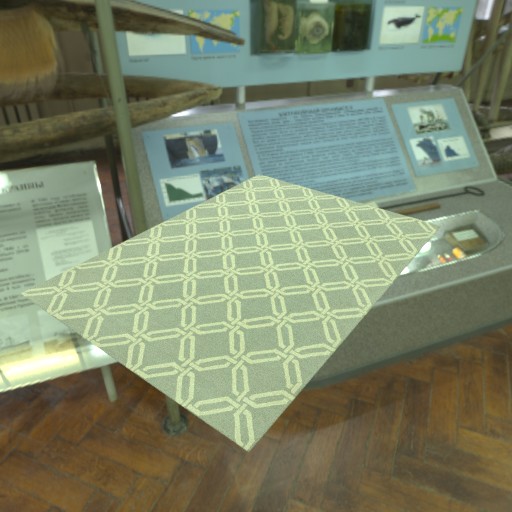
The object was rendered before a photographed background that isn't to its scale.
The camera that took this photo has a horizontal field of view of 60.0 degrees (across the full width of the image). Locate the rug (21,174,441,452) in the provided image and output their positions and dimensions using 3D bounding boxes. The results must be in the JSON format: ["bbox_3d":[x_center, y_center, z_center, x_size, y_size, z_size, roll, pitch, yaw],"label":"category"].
[{"bbox_3d":[0.000,0.000,4.248,2.438,0.013,3.353,22,38,31],"label":"rug"}]
